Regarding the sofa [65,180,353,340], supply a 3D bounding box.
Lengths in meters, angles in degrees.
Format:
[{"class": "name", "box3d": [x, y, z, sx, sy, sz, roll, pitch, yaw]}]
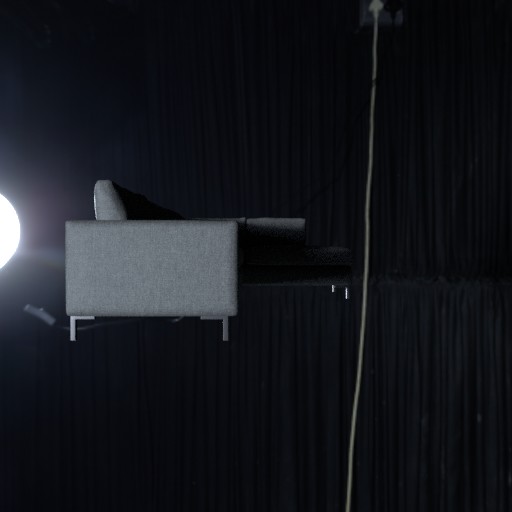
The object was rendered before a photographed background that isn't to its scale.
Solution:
[{"class": "sofa", "box3d": [0.000, 0.000, 3.749, 1.984, 0.858, 2.972, 0, 0, 0]}]
